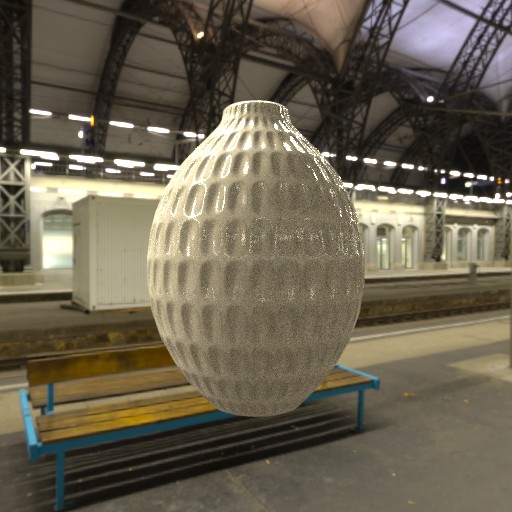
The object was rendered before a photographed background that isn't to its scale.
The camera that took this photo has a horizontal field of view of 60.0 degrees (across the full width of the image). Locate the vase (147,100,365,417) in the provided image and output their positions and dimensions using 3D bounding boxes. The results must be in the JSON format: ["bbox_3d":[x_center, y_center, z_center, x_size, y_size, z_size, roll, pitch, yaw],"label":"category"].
[{"bbox_3d":[0.000,0.000,0.340,0.162,0.223,0.162,0,1,0],"label":"vase"}]
